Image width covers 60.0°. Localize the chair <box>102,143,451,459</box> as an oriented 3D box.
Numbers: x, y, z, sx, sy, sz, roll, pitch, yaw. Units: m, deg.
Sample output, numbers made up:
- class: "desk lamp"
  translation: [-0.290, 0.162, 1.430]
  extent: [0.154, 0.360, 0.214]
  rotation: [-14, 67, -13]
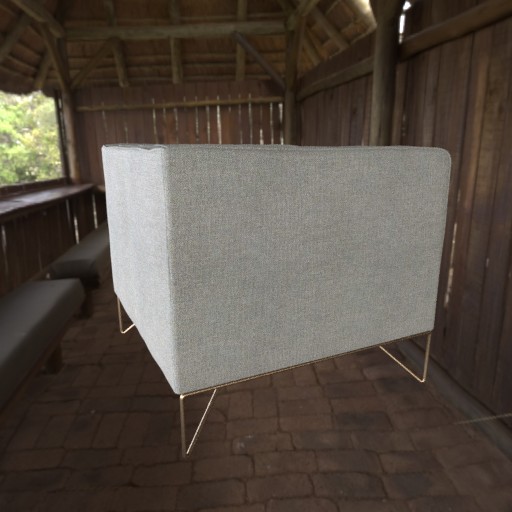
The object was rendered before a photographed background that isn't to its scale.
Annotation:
- class: "chair"
  translation: [0.000, 0.000, 1.624]
  extent: [0.912, 0.799, 0.920]
  rotation: [-7, 16, -26]
